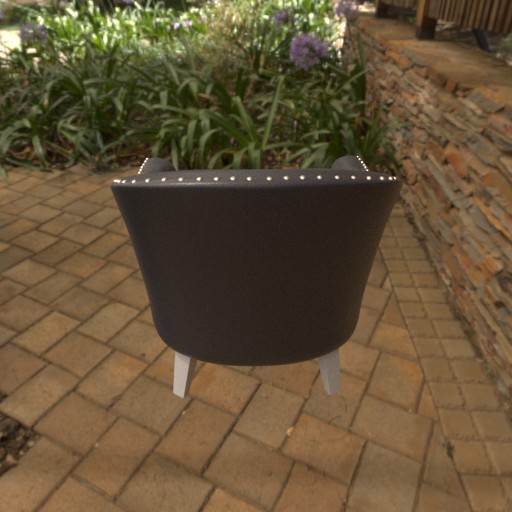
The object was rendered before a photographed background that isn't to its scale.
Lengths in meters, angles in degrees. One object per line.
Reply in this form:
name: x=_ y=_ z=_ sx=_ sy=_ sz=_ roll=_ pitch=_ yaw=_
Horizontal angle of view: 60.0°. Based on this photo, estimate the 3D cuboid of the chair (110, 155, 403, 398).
chair: x=0.000 y=0.000 z=1.445 sx=0.794 sy=0.823 sz=0.748 roll=-1 pitch=32 yaw=-1
